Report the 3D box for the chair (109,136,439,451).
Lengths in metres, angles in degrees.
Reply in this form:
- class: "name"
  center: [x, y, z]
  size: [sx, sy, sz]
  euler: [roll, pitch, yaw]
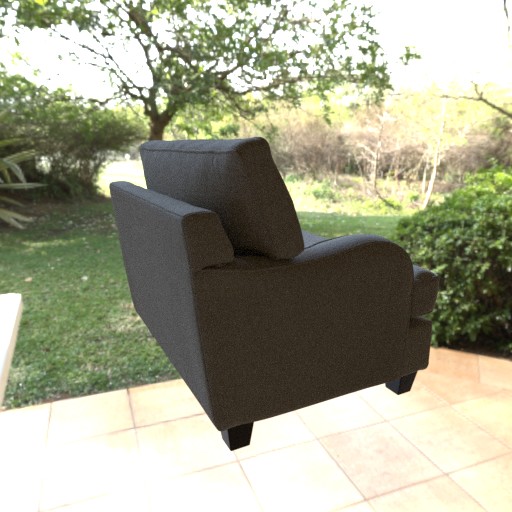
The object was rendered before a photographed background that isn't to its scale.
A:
- class: "chair"
  center: [0.000, 0.000, 1.988]
  size: [1.041, 1.016, 1.220]
  euler: [-7, 16, -26]
